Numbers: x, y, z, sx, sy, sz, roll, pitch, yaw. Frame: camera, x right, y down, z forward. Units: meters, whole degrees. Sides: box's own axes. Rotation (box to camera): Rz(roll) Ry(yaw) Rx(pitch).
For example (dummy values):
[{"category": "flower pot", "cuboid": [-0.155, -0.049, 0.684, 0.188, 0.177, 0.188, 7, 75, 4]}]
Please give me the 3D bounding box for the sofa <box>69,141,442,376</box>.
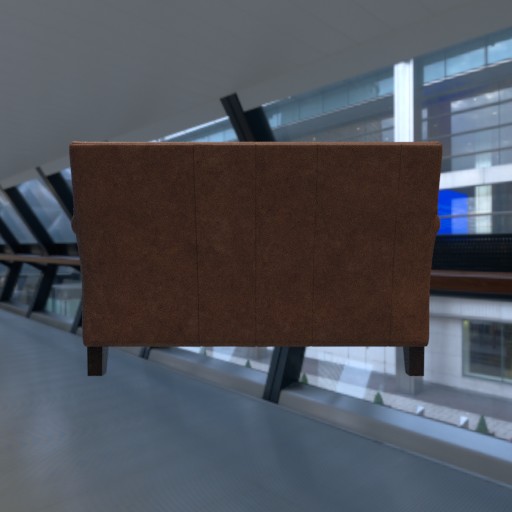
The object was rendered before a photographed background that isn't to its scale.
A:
[{"category": "sofa", "cuboid": [0.000, 0.000, 2.182, 1.527, 1.004, 1.077, 0, 0, 0]}]
